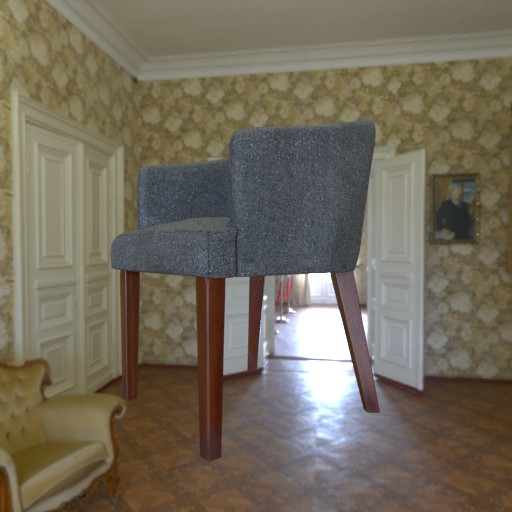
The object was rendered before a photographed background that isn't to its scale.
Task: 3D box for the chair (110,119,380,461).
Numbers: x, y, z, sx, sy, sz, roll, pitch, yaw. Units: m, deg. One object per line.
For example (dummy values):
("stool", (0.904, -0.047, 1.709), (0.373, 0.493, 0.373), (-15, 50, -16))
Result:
("chair", (0.000, 0.000, 1.245), (0.655, 0.811, 0.583), (0, 0, -37))
